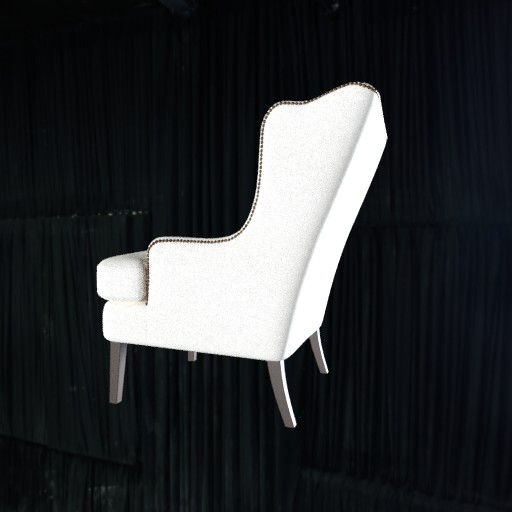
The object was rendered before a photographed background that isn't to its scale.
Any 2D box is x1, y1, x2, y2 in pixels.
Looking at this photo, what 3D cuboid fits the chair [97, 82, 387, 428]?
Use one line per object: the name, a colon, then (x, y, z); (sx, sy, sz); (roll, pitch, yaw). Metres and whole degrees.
chair: (0.000, 0.000, 1.704); (0.940, 1.029, 0.737); (1, 2, 19)
